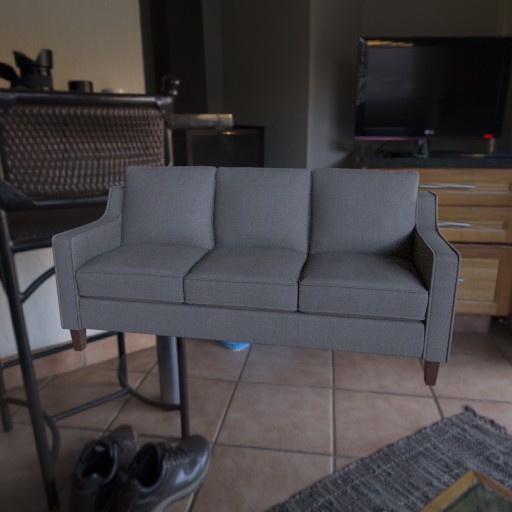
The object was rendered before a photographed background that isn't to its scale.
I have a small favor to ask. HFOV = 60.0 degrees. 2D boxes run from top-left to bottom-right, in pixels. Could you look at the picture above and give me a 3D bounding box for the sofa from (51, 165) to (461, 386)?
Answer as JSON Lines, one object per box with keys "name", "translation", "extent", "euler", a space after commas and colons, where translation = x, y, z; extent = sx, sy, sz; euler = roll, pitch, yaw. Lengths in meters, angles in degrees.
{"name": "sofa", "translation": [0.000, 0.000, 2.549], "extent": [1.986, 0.974, 0.911], "euler": [3, 15, 10]}
